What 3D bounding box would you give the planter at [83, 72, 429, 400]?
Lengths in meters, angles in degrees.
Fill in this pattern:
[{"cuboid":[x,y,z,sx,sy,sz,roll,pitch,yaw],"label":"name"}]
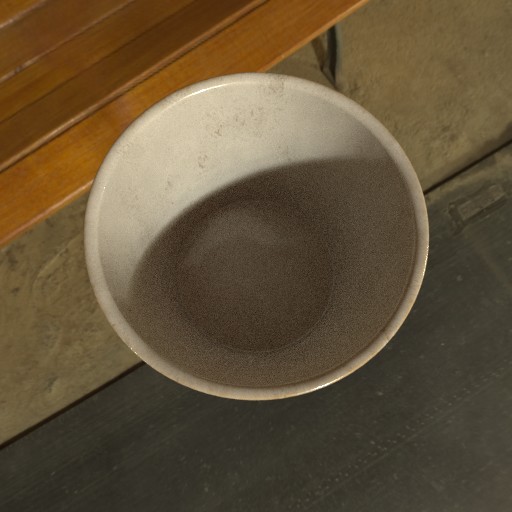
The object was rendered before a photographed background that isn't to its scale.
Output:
[{"cuboid":[0.000,0.000,0.213,0.126,0.104,0.126,0,75,0],"label":"planter"}]
